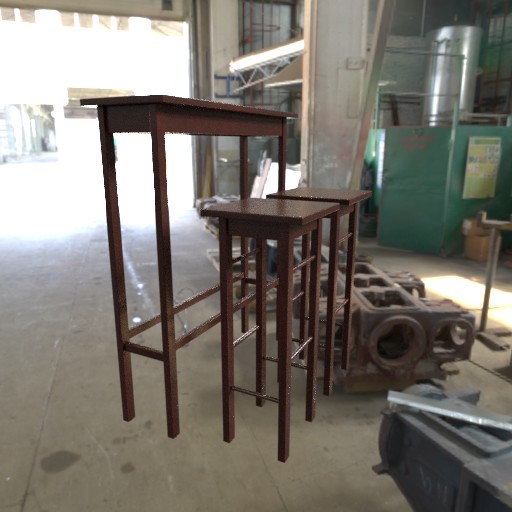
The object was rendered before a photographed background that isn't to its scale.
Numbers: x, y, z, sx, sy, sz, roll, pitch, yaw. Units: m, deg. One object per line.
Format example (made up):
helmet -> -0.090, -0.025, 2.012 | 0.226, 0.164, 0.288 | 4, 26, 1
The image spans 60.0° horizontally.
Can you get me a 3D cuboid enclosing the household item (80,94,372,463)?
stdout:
household item -> 0.000, 0.000, 1.657 | 0.676, 1.067, 0.914 | 7, 16, 27
